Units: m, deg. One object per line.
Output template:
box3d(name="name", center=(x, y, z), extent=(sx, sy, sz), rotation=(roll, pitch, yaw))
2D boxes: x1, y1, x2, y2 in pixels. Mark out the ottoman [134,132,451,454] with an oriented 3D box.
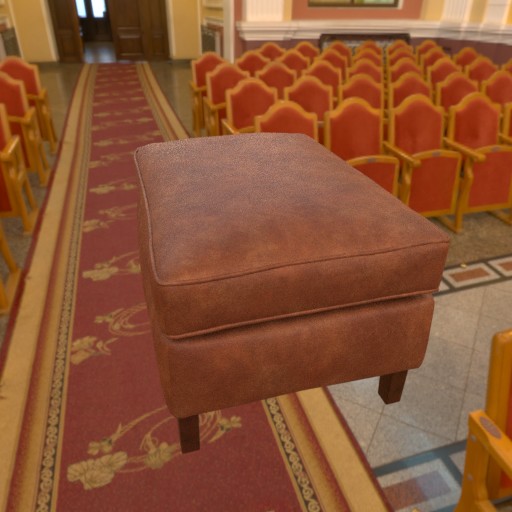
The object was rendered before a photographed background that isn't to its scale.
box3d(name="ottoman", center=(0.000, 0.000, 0.986), extent=(0.501, 0.418, 0.665), rotation=(-8, 31, -14))
